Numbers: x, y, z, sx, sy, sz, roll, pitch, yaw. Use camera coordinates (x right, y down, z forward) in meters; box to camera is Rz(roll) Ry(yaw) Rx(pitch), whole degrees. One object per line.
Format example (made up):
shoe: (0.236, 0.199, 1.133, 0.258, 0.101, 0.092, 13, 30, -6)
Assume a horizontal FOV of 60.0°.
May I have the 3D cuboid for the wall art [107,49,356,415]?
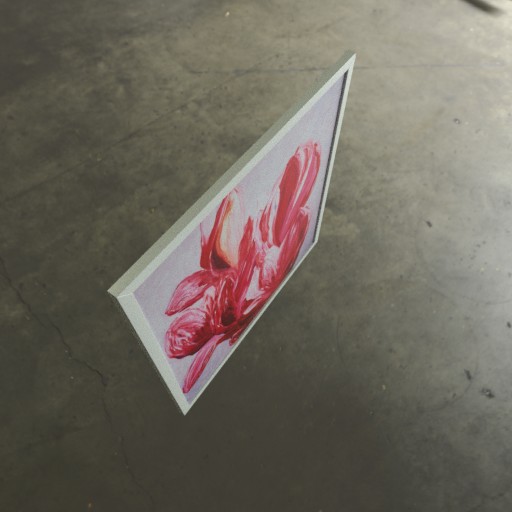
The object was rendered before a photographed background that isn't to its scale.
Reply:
wall art: (0.000, 0.000, 1.227, 0.022, 0.803, 0.805, 31, 62, 18)
